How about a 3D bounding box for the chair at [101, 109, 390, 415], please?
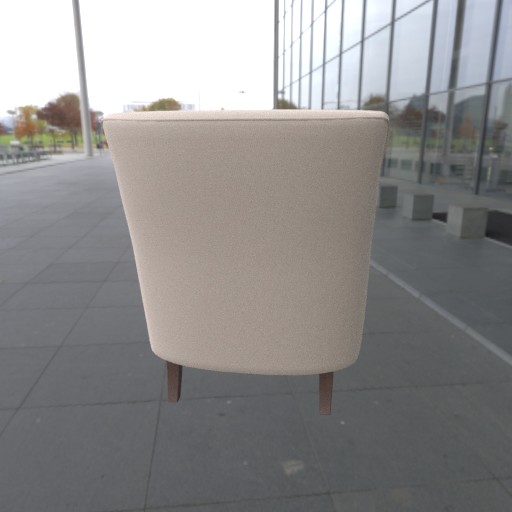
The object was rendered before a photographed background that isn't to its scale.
[{"bbox_3d":[0.000,0.000,1.530,0.756,0.916,0.879,2,15,8],"label":"chair"}]
